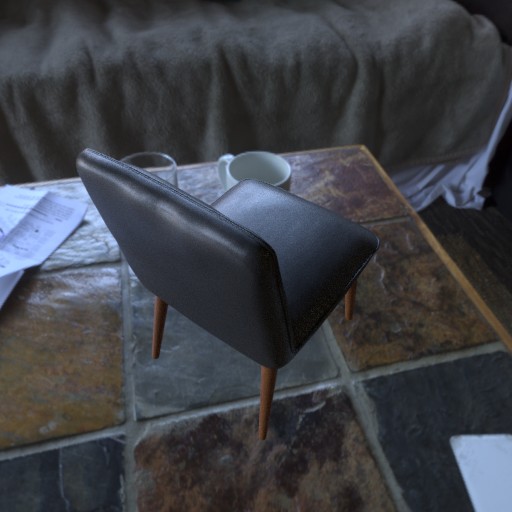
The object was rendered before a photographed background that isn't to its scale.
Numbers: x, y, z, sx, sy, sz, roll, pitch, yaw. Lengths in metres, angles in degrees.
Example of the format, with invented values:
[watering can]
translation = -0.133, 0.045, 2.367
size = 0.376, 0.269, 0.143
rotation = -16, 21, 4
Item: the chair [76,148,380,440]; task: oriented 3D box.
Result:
[chair]
translation = 0.000, 0.000, 1.226
size = 0.543, 0.801, 0.645
rotation = 25, 51, 22
